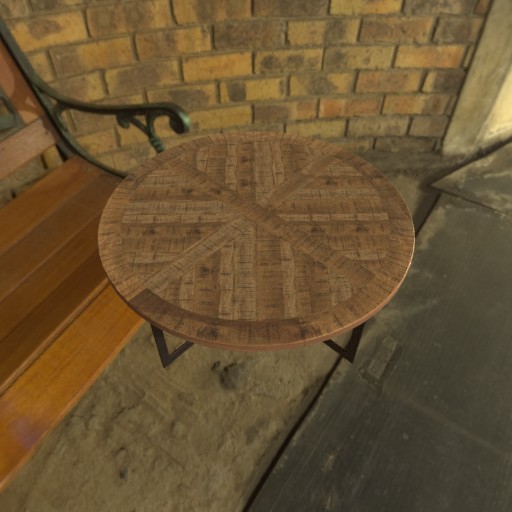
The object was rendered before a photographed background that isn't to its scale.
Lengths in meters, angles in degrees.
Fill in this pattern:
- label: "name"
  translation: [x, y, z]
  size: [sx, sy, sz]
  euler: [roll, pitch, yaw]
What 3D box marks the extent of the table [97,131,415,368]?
- label: "table"
  translation: [0.000, 0.000, 2.002]
  size: [1.264, 0.516, 1.264]
  euler: [0, 46, 0]
